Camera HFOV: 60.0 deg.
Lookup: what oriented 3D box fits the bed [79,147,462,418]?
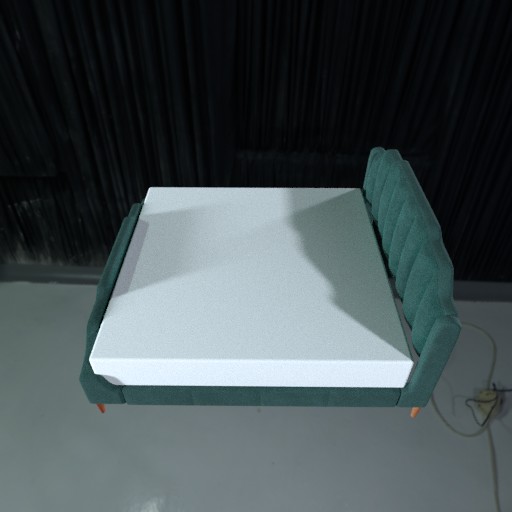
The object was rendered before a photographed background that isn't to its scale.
[{"bbox_3d":[0.000,0.000,3.502,2.340,1.245,2.074,0,41,0],"label":"bed"}]
